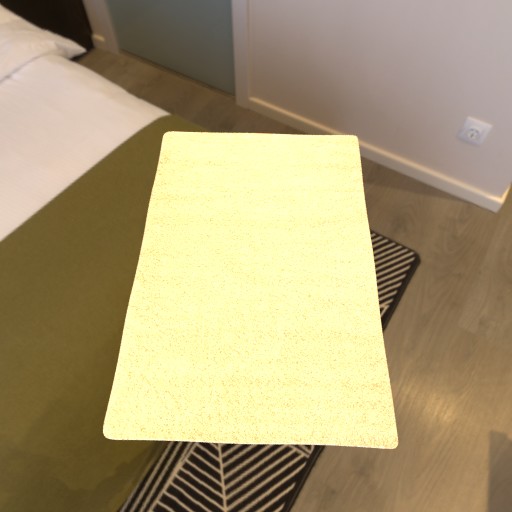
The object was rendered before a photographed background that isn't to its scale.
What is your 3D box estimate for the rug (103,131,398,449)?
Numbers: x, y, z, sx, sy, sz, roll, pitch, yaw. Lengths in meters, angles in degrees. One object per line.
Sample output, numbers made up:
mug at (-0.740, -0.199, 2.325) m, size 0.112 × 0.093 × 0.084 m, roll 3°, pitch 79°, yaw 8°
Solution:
rug at (0.000, 0.000, 3.404) m, size 1.798 × 0.025 × 2.698 m, roll 1°, pitch 57°, yaw 1°
